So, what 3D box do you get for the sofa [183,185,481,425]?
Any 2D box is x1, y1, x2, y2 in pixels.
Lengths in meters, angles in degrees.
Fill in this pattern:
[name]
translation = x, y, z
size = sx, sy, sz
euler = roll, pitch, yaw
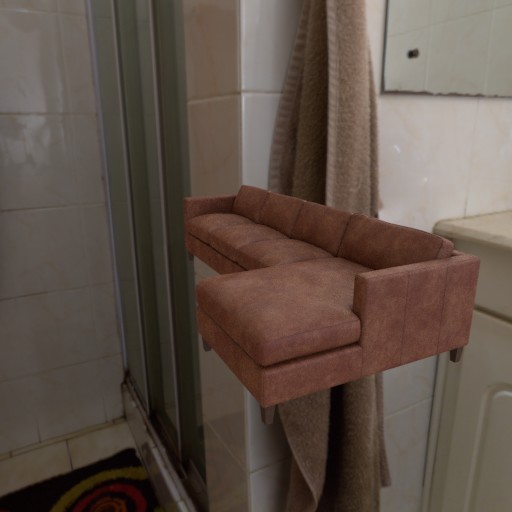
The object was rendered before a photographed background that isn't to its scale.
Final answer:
[sofa]
translation = 0.000, 0.000, 3.899
size = 1.581, 0.883, 3.203
euler = -8, 18, -26
